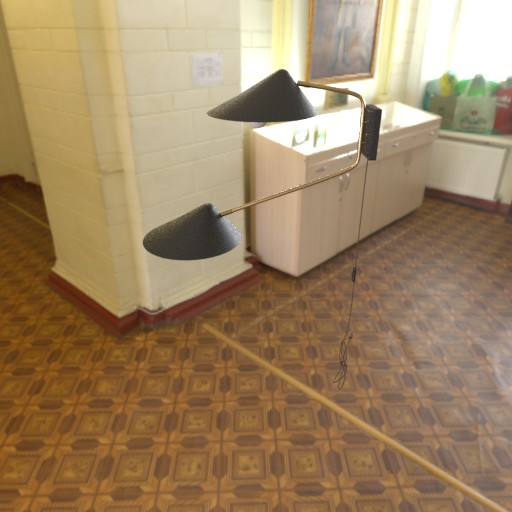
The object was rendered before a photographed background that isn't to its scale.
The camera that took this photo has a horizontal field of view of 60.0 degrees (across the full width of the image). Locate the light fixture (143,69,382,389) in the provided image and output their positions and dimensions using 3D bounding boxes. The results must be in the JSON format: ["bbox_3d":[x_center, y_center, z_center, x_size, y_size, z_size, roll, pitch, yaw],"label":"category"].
[{"bbox_3d":[0.000,0.000,0.854,0.422,0.665,0.189,-1,26,-1],"label":"light fixture"}]
